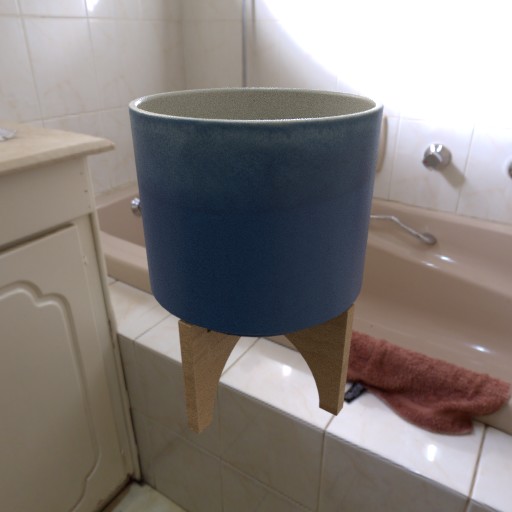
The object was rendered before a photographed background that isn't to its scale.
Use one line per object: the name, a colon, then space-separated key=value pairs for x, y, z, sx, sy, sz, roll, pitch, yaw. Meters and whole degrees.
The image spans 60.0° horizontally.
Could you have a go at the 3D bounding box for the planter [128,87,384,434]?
planter: x=0.000 y=0.000 z=0.549 sx=0.261 sy=0.367 sz=0.261 roll=0 pitch=26 yaw=0
